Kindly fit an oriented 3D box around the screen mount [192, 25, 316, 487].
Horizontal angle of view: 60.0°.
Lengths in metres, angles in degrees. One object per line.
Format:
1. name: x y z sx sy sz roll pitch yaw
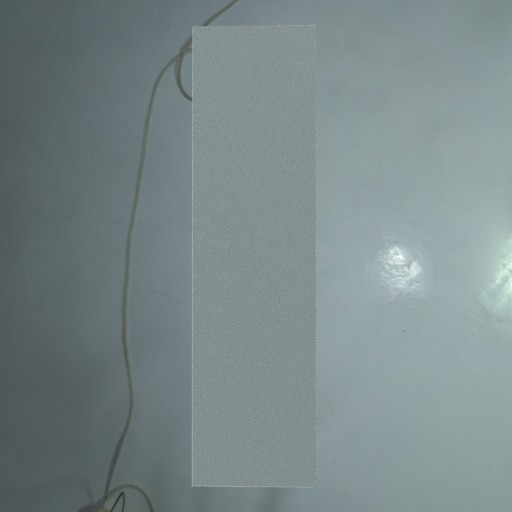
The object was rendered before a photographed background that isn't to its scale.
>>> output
1. screen mount: 0.000 0.000 1.742 0.400 0.619 1.490 0 89 1
